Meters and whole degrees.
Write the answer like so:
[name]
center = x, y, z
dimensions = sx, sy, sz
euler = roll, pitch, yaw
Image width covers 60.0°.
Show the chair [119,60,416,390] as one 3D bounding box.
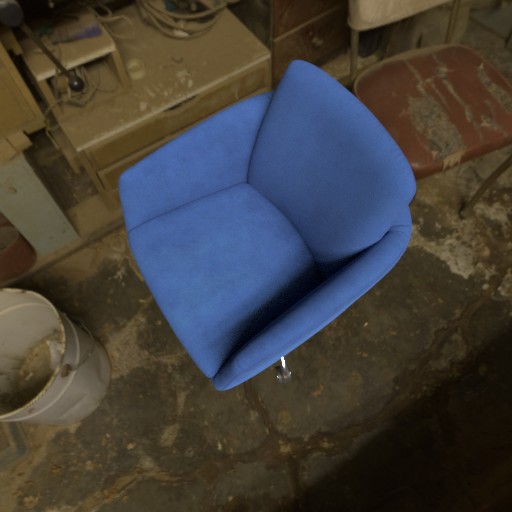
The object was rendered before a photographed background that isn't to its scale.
[chair]
center = 0.000, 0.000, 1.324
dimensions = 0.635, 0.908, 0.641
euler = -30, 68, -13
